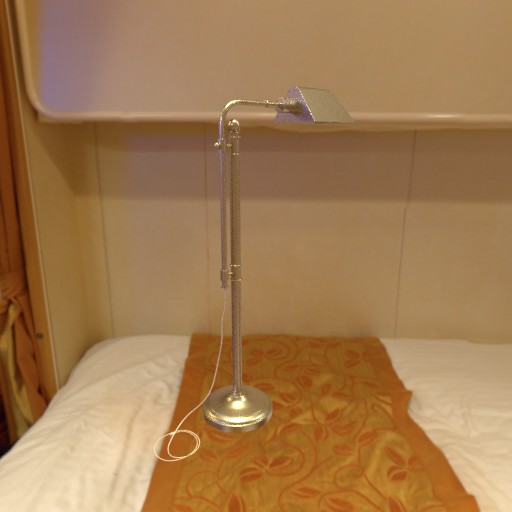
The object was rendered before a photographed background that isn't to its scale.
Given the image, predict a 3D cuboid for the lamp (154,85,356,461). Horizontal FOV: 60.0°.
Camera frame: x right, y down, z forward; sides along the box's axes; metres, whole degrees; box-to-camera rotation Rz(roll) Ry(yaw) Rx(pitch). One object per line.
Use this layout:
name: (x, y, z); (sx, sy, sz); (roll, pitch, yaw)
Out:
lamp: (0.000, 0.000, 0.958); (0.546, 0.708, 0.159); (-15, 21, -43)
